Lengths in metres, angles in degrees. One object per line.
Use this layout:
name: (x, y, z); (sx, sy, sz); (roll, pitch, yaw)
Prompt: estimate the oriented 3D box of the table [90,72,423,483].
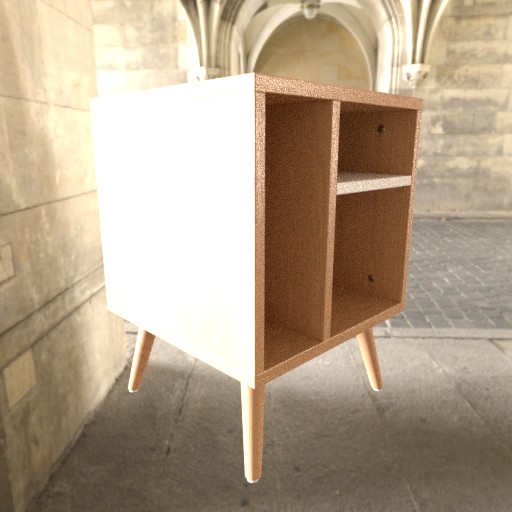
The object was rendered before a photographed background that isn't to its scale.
table: (0.000, 0.000, 0.818); (0.400, 0.550, 0.400); (-14, 20, -43)
